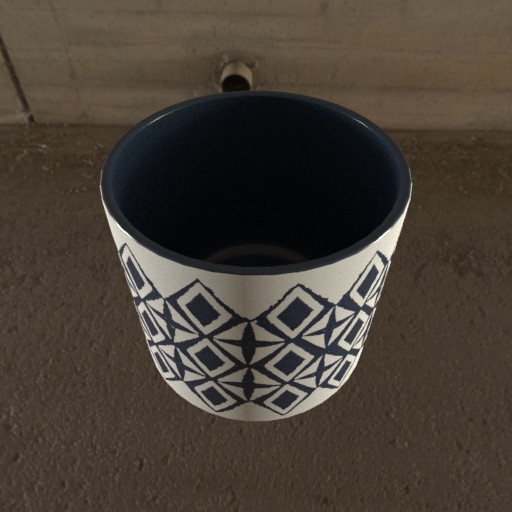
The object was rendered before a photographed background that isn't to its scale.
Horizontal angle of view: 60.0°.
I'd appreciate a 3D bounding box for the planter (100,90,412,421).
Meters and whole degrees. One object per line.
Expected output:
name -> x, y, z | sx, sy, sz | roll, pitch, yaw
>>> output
planter -> 0.000, 0.000, 0.282 | 0.159, 0.144, 0.159 | 0, 46, 0
